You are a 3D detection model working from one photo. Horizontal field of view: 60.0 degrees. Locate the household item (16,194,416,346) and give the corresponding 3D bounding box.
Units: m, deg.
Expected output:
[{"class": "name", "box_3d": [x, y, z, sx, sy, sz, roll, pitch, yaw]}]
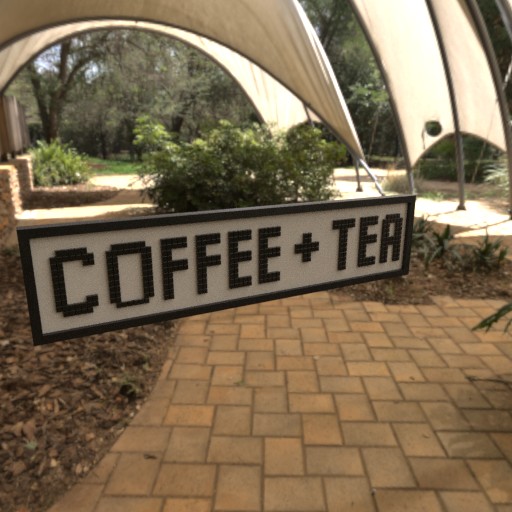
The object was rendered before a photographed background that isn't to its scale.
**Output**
[{"class": "household item", "box_3d": [0.000, 0.000, 1.076, 1.001, 0.236, 0.030, -8, 18, -26]}]
